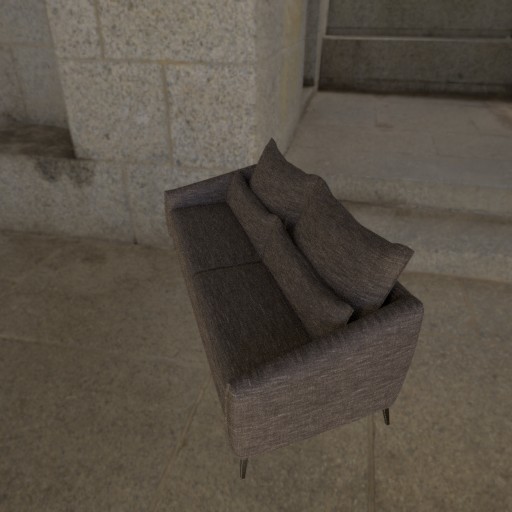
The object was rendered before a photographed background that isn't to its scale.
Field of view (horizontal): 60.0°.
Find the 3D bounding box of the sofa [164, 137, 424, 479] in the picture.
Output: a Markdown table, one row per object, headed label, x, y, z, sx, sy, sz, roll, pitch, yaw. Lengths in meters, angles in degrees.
| label | x | y | z | sx | sy | sz | roll | pitch | yaw |
| --- | --- | --- | --- | --- | --- | --- | --- | --- | --- |
| sofa | 0.000 | 0.000 | 2.469 | 0.807 | 0.843 | 2.019 | -8 | 31 | -14 |
